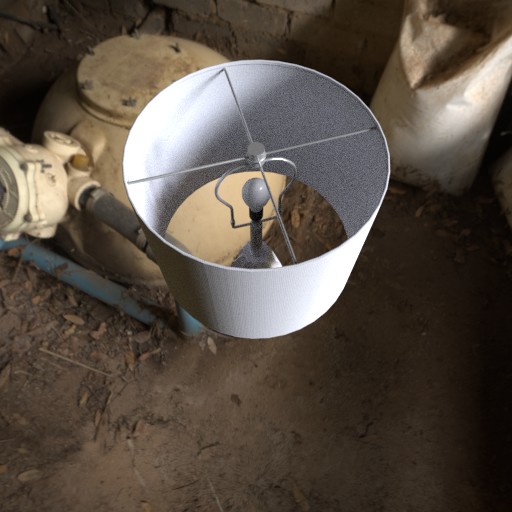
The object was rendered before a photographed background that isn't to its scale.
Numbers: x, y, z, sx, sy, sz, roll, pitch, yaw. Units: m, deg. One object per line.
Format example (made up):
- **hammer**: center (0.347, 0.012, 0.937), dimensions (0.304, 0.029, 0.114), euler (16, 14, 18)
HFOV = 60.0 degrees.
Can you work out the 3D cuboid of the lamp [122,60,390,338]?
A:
- **lamp**: center (0.000, 0.000, 0.723), dimensions (0.297, 0.522, 0.297), euler (0, 63, 0)
